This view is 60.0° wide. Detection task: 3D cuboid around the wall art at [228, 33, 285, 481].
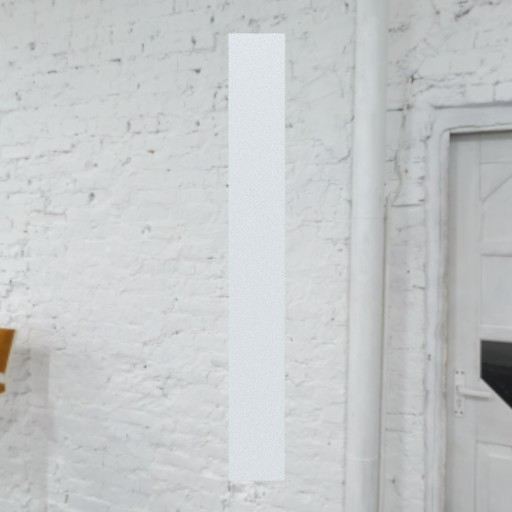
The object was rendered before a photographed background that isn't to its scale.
[{"bbox_3d":[0.000,0.000,0.454,0.038,0.304,0.305,0,1,0],"label":"wall art"}]
